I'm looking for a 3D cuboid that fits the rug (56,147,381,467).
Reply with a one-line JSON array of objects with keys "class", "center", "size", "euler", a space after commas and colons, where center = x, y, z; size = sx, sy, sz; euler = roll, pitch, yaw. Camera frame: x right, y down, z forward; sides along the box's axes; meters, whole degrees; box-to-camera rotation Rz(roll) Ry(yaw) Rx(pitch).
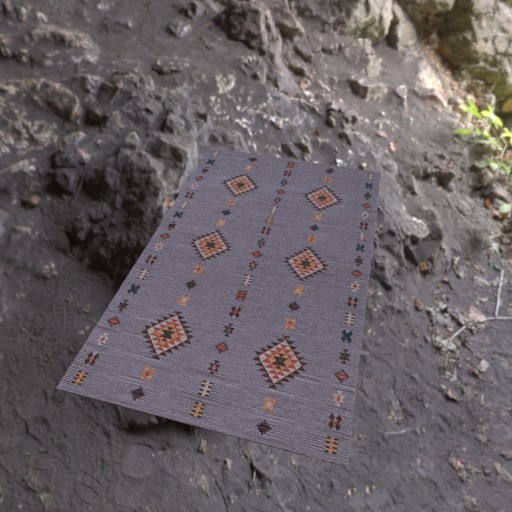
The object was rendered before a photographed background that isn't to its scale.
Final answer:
[{"class": "rug", "center": [0.000, 0.000, 3.002], "size": [1.515, 0.007, 2.427], "euler": [11, 46, 10]}]
